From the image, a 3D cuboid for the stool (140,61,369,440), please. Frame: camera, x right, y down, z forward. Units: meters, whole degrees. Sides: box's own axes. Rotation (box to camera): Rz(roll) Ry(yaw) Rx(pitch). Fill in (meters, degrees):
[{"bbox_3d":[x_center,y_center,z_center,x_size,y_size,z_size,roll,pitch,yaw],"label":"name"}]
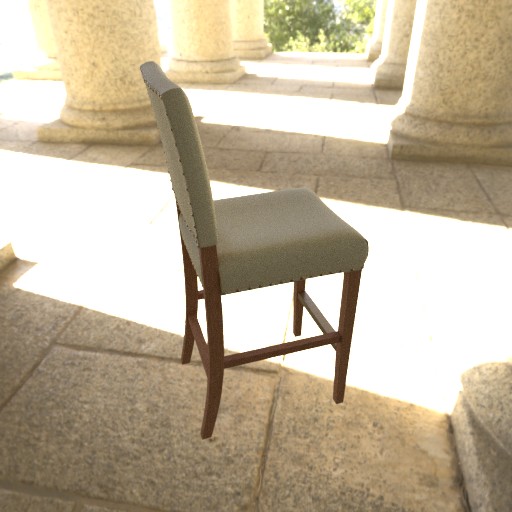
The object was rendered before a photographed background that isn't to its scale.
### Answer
[{"bbox_3d":[0.000,0.000,1.479,0.584,1.168,0.445,-10,33,-16],"label":"stool"}]
